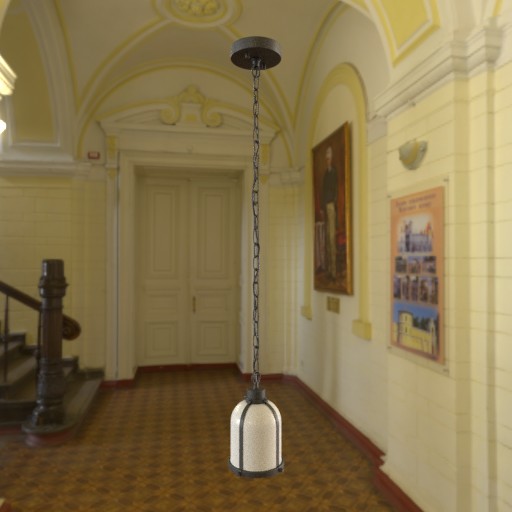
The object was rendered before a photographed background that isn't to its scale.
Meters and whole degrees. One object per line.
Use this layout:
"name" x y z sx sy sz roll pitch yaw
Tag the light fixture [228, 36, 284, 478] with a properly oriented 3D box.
"light fixture" 0.000 0.000 1.259 0.178 1.181 0.178 0 0 34
